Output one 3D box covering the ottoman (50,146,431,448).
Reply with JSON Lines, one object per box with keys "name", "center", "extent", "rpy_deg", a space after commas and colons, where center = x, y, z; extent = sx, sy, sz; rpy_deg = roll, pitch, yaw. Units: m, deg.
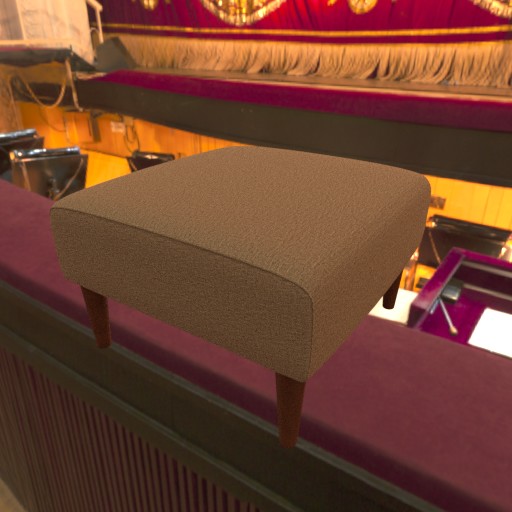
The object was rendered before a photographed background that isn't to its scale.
{"name": "ottoman", "center": [0.000, 0.000, 1.067], "extent": [0.649, 0.398, 0.650], "rpy_deg": [16, 31, 30]}
